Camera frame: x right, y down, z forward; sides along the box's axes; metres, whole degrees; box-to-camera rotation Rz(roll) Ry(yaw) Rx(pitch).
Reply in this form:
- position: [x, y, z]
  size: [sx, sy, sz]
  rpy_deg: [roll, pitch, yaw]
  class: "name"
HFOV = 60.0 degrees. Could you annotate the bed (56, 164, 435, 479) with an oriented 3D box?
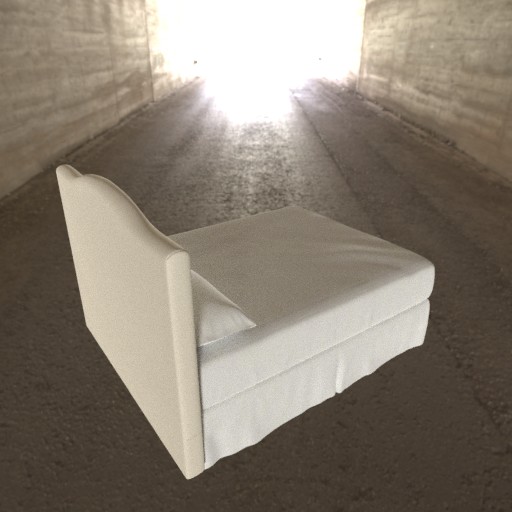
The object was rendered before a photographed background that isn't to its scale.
- position: [0.000, 0.000, 3.213]
  size: [2.143, 1.460, 1.753]
  rpy_deg: [-17, 30, -32]
  class: "bed"
